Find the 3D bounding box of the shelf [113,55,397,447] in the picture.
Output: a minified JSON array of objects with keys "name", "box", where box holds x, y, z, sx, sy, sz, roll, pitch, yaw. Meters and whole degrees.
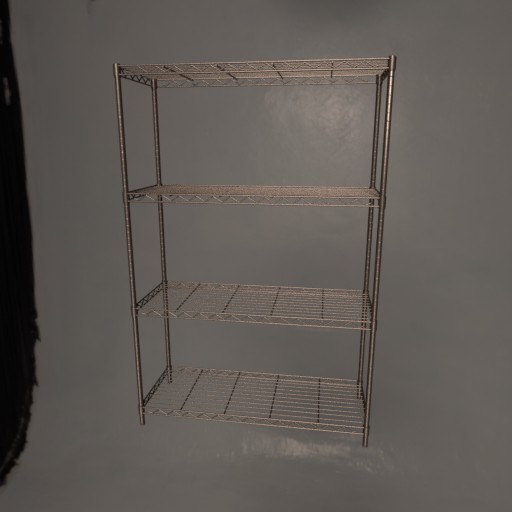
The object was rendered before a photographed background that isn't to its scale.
[{"name":"shelf","box":[0.000,0.000,1.725,0.907,1.361,0.352,2,14,9]}]
